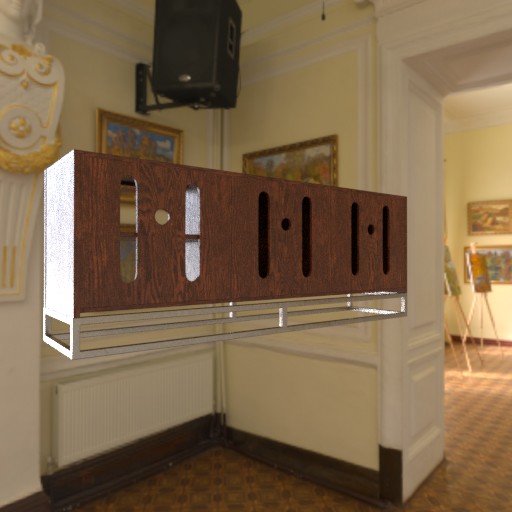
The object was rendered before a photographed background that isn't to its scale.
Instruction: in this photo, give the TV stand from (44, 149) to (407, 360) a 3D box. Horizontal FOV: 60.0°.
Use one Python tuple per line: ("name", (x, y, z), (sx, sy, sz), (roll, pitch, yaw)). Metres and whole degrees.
("TV stand", (0.000, 0.000, 1.828), (1.541, 0.578, 0.382), (0, -1, -37))
